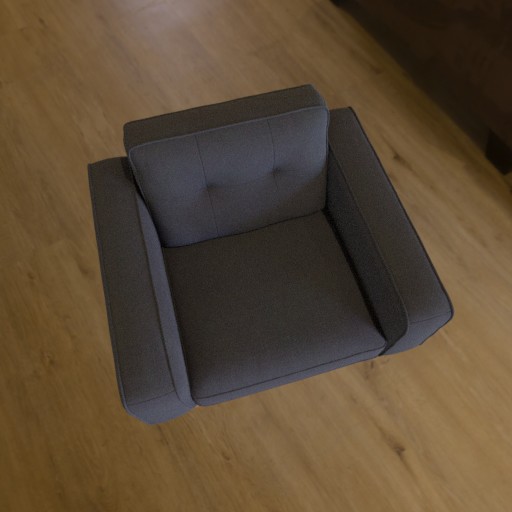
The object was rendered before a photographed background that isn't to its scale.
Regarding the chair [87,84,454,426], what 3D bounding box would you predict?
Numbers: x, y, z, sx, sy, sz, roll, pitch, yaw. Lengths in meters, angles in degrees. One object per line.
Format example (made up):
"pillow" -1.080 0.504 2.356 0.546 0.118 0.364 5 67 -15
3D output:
"chair" 0.000 0.000 1.719 1.118 0.783 0.953 -14 65 -7
